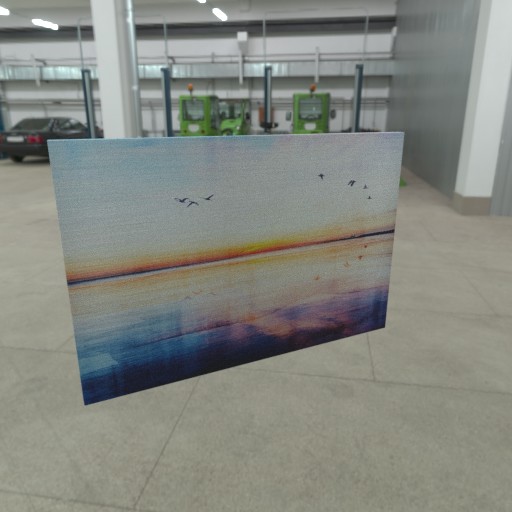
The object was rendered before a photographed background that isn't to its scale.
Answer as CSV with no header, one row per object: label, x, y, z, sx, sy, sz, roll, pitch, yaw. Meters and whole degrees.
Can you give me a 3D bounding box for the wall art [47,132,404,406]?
wall art,0.000,0.000,0.764,0.604,0.402,0.018,-9,20,-25
